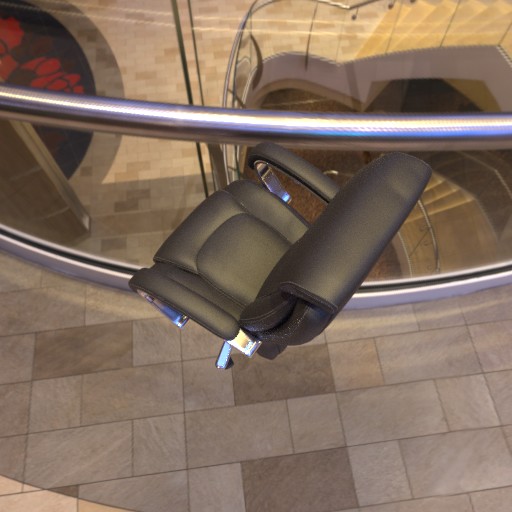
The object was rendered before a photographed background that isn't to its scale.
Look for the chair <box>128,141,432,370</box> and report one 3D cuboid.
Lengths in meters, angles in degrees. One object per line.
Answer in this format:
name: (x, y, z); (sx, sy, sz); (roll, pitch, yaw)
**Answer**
chair: (0.000, 0.000, 1.645); (0.790, 1.183, 0.755); (34, 69, 15)
